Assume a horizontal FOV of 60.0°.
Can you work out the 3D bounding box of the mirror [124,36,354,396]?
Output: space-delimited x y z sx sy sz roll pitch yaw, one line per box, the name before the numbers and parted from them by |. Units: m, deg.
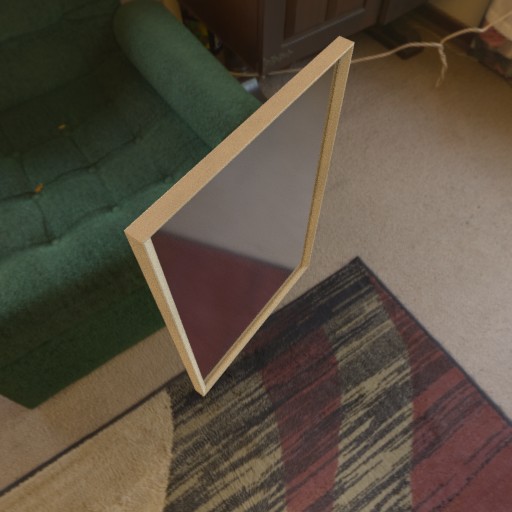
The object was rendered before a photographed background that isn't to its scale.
mirror | 0.000 0.000 1.172 0.041 0.915 0.609 33 64 18
